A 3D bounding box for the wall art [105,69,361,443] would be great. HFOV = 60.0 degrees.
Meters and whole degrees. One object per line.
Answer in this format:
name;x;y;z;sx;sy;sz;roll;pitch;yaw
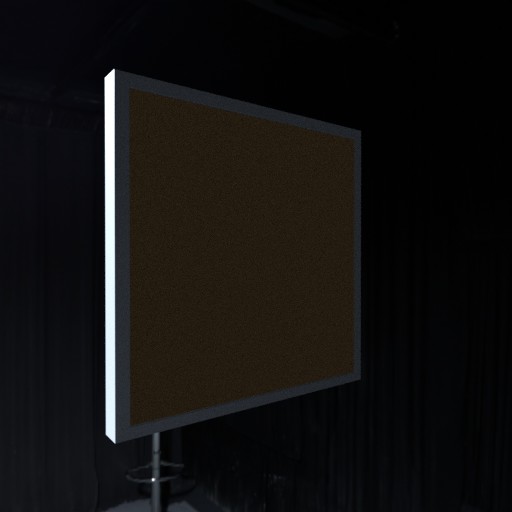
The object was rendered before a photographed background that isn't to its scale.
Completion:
wall art;0.000;0.000;0.766;0.506;0.506;0.038;0;1;-37
